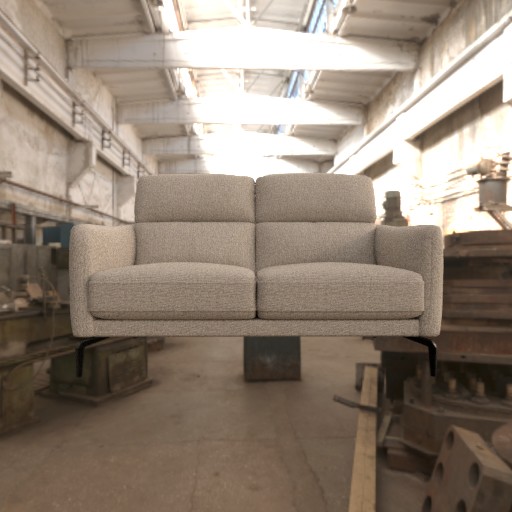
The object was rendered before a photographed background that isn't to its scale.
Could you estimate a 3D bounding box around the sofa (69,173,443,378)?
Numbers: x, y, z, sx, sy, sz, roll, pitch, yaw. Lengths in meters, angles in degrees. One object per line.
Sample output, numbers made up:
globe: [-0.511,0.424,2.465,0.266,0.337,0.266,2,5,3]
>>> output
sofa: [0.000,0.000,2.158,1.540,0.950,0.905,0,0,-1]
